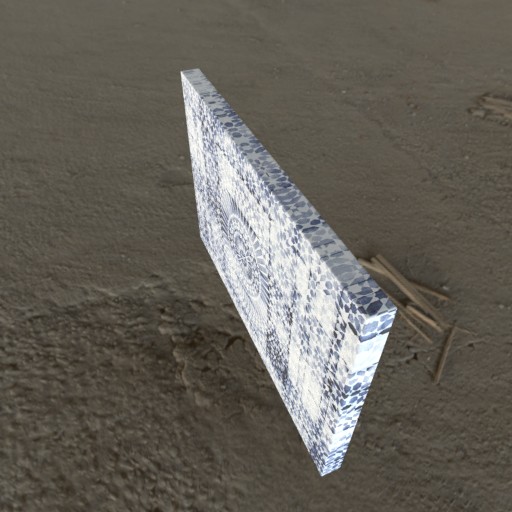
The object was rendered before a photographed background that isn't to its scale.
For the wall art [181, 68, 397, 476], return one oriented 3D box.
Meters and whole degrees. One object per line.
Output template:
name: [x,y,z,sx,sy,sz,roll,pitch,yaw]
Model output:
wall art: [0.000,0.000,1.129,0.057,0.608,0.911,-17,47,-16]
